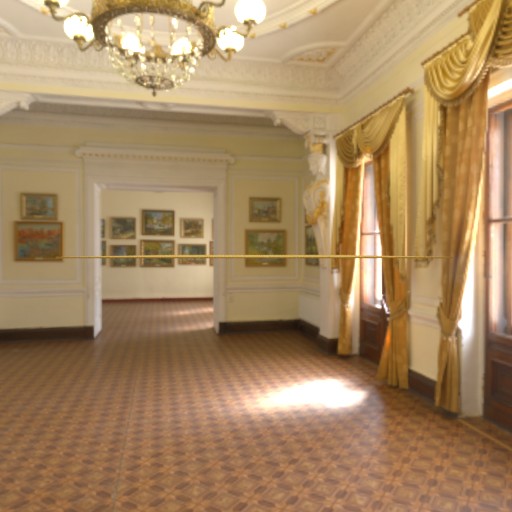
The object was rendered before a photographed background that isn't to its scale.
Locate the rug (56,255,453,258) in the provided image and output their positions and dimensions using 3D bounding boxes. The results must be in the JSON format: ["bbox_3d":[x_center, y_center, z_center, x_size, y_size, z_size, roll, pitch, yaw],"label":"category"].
[{"bbox_3d":[0.000,0.000,3.658,1.981,0.006,2.895,0,0,0],"label":"rug"}]
